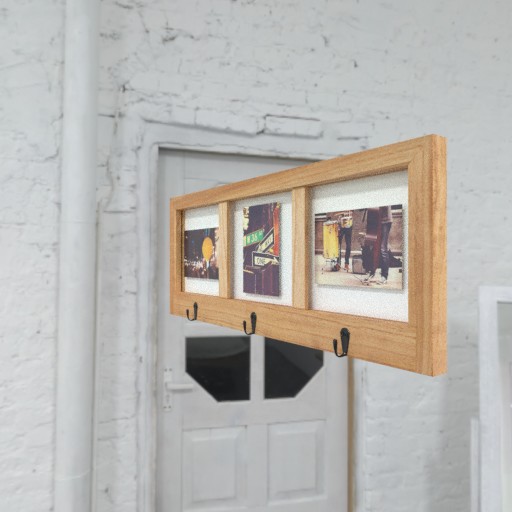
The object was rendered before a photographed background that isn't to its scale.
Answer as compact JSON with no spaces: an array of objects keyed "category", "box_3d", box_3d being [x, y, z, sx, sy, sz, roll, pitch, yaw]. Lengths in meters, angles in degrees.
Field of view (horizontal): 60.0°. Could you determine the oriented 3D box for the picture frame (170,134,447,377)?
[{"category":"picture frame","box_3d":[0.000,0.000,0.662,0.045,0.234,0.582,0,0,-36]}]
